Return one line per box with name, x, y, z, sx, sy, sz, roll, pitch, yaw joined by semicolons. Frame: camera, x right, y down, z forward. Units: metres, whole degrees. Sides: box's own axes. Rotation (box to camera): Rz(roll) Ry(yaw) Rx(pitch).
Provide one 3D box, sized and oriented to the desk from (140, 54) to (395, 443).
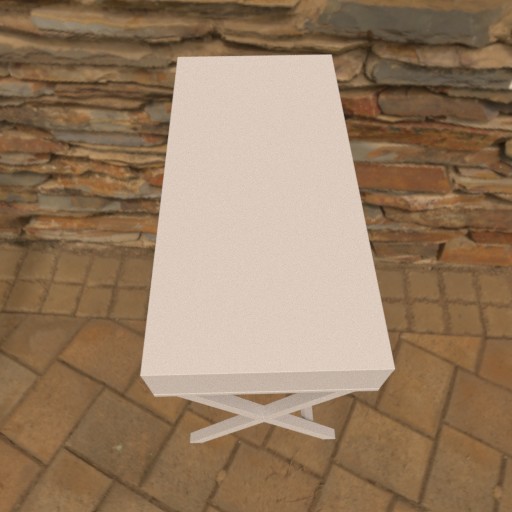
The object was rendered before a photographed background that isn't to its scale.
desk;0.000;0.000;1.490;0.525;0.780;1.057;-1;57;-1
